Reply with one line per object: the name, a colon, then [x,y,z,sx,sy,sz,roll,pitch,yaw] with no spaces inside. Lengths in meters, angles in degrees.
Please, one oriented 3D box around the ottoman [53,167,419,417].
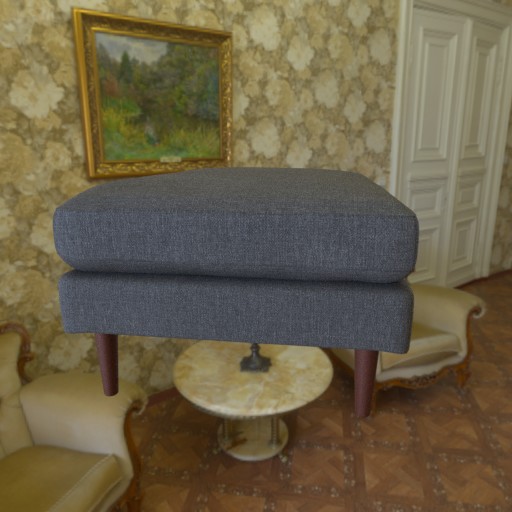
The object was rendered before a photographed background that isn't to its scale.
ottoman: [0.000,0.000,1.223,0.693,0.474,0.821,2,14,8]
